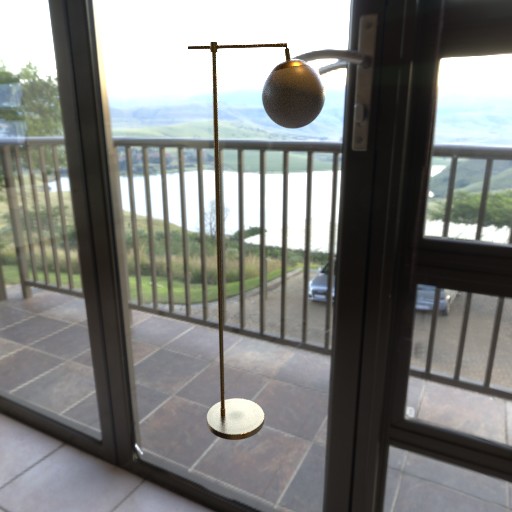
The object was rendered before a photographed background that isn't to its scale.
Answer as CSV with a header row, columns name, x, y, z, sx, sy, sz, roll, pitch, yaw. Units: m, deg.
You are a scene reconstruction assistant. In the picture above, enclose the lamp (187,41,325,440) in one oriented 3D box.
name,x,y,z,sx,sy,sz,roll,pitch,yaw
lamp,0.000,0.000,1.700,0.476,1.505,0.249,3,17,9
